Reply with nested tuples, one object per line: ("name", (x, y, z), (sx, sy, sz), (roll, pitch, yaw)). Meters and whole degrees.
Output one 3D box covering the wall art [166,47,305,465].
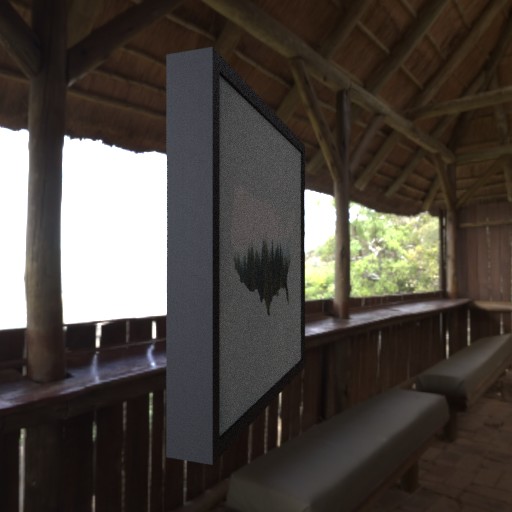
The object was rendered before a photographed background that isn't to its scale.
("wall art", (0.000, 0.000, 0.472), (0.038, 0.304, 0.304), (0, 0, 19))
